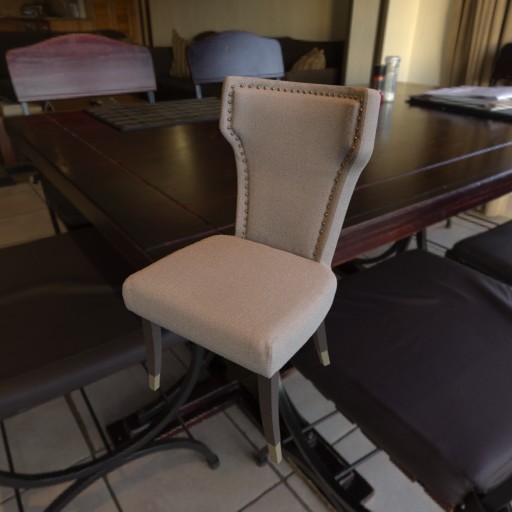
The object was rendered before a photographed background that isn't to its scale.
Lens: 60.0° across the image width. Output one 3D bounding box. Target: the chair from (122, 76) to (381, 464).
[{"bbox_3d":[0.000,0.000,1.343,0.526,0.950,0.630,18,34,30],"label":"chair"}]
